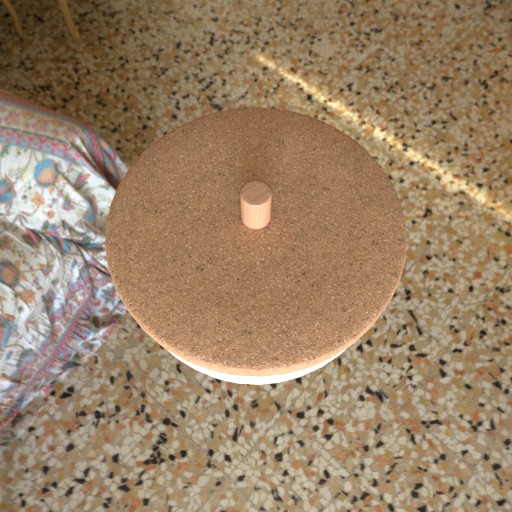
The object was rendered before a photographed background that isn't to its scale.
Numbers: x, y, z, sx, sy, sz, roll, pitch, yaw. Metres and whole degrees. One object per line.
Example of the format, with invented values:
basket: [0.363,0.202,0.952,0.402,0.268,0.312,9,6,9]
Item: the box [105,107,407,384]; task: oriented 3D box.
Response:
box: [0.000,0.000,0.185,0.107,0.094,0.107,0,64,0]
